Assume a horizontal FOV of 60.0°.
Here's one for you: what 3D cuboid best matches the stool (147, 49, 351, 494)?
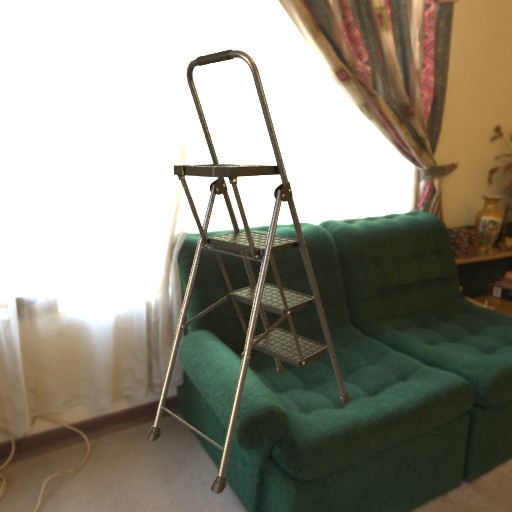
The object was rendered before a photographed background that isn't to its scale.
[{"bbox_3d":[0.000,0.000,1.561,0.396,1.277,0.733,13,18,43],"label":"stool"}]
